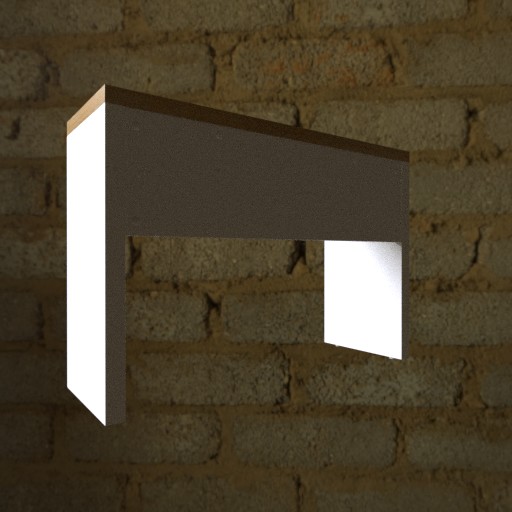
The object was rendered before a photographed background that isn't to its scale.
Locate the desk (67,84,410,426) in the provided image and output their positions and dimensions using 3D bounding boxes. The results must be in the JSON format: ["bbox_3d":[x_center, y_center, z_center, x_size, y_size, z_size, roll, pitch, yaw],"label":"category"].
[{"bbox_3d":[0.000,0.000,1.456,1.100,0.760,0.390,0,0,-36],"label":"desk"}]
